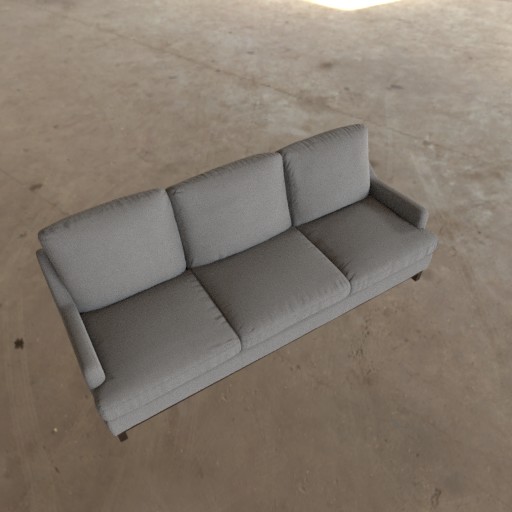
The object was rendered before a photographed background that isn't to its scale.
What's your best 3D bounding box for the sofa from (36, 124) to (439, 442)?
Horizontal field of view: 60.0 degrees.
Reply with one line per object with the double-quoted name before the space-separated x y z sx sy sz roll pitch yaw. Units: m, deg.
"sofa" 0.000 0.000 2.788 2.344 0.926 0.987 -24 50 -22
